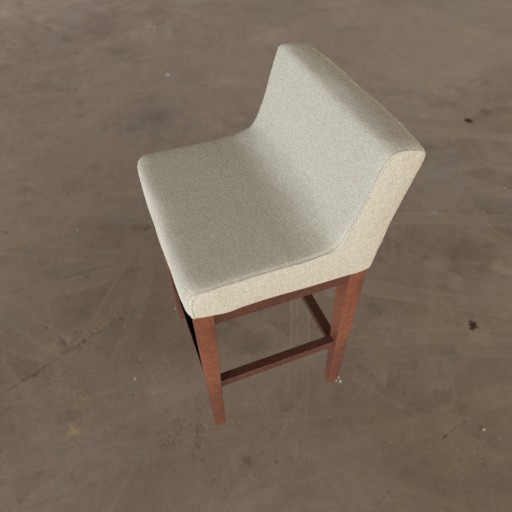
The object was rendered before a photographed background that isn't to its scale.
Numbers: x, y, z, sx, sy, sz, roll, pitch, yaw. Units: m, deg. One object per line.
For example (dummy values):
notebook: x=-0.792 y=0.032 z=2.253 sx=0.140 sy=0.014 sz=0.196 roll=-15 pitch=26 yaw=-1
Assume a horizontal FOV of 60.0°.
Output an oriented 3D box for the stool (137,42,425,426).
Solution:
stool: x=0.000 y=0.000 z=1.238 sx=0.500 sy=0.937 sz=0.511 roll=-16 pitch=50 yaw=-14
